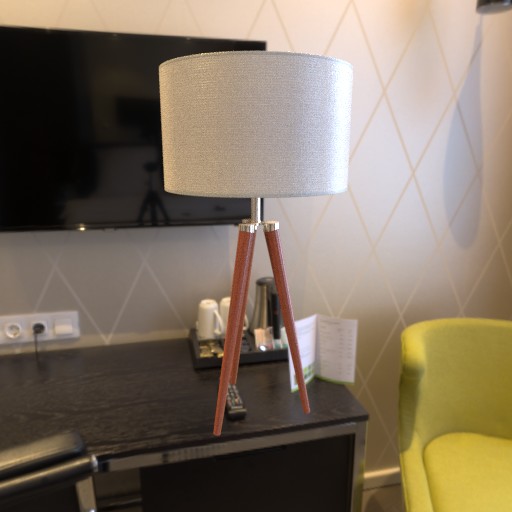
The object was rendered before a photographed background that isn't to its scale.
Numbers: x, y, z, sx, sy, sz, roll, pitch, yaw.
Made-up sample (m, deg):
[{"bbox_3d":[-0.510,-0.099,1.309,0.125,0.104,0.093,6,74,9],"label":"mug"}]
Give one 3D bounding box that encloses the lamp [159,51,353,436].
[{"bbox_3d":[0.000,0.000,0.910,0.354,0.709,0.355,-13,18,-42],"label":"lamp"}]
